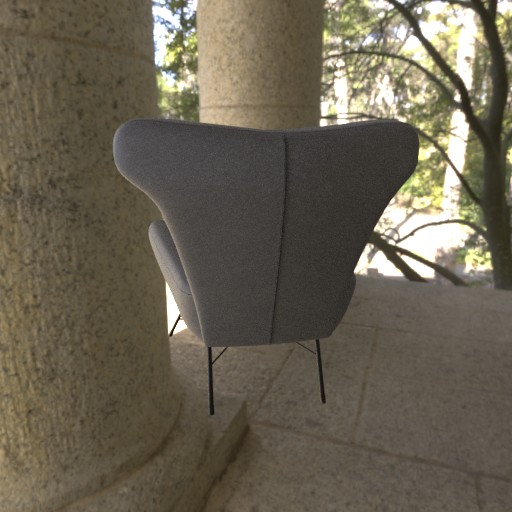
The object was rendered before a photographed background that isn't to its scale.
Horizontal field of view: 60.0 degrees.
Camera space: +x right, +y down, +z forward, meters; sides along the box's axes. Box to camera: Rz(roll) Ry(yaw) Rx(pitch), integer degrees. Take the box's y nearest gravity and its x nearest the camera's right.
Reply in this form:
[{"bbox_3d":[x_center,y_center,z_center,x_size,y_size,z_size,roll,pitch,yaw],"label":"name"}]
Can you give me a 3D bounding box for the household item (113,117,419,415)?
[{"bbox_3d":[0.000,0.000,1.805,0.980,1.050,0.900,-3,15,-10],"label":"household item"}]
